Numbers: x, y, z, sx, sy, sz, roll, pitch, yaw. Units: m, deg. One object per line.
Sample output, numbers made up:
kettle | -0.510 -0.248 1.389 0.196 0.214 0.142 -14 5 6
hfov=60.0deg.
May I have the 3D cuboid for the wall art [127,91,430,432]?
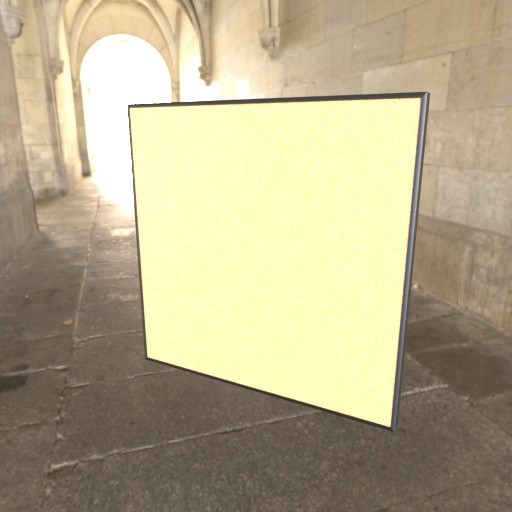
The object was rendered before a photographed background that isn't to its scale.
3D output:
wall art | 0.000 0.000 1.147 0.769 0.766 0.042 8 17 27
